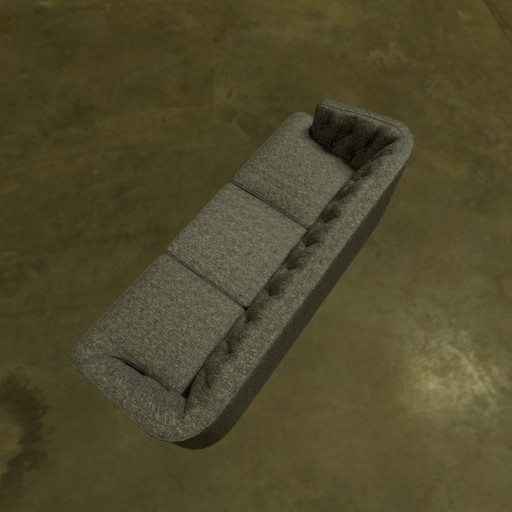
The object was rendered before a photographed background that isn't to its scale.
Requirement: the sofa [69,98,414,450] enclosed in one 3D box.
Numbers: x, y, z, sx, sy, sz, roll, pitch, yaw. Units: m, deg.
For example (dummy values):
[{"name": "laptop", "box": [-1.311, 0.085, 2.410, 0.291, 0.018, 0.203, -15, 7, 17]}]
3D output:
[{"name": "sofa", "box": [0.000, 0.000, 2.730, 0.941, 0.855, 2.278, 33, 68, 16]}]
